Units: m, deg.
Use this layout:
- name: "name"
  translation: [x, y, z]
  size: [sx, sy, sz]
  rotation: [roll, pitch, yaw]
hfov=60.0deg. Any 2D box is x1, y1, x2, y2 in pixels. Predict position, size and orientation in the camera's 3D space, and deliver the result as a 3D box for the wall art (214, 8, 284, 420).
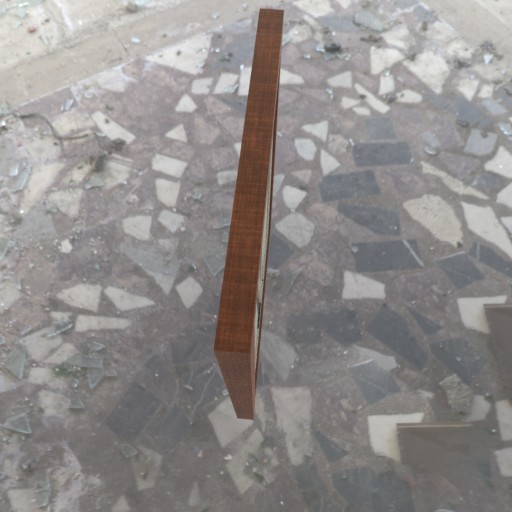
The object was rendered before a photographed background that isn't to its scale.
- name: "wall art"
  translation: [0.000, 0.000, 0.751]
  size: [0.033, 0.567, 0.467]
  rotation: [5, 64, 2]
